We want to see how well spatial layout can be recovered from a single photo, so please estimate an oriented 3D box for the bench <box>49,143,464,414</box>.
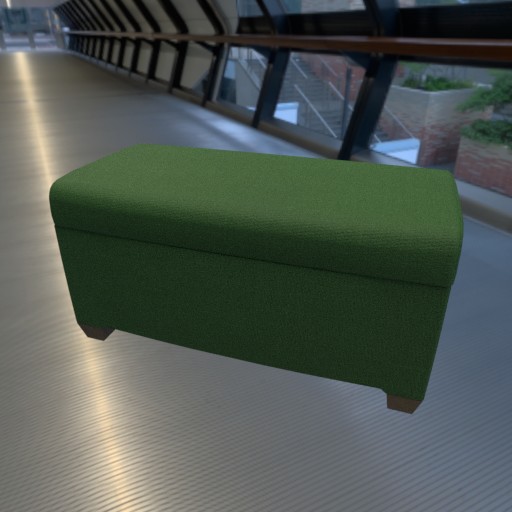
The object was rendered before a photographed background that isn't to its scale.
[{"bbox_3d":[0.000,0.000,1.259,0.989,0.501,0.505,9,29,16],"label":"bench"}]
